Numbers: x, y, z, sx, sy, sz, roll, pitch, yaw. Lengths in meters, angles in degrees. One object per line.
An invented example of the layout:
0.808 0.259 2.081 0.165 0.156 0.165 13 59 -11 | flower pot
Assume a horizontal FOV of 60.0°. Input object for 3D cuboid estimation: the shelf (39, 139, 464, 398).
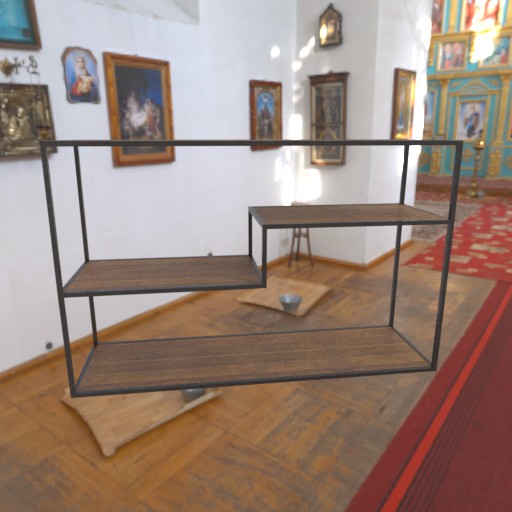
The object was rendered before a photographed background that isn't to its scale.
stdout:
0.000 0.000 1.511 1.201 0.765 0.361 -2 15 -8 | shelf
